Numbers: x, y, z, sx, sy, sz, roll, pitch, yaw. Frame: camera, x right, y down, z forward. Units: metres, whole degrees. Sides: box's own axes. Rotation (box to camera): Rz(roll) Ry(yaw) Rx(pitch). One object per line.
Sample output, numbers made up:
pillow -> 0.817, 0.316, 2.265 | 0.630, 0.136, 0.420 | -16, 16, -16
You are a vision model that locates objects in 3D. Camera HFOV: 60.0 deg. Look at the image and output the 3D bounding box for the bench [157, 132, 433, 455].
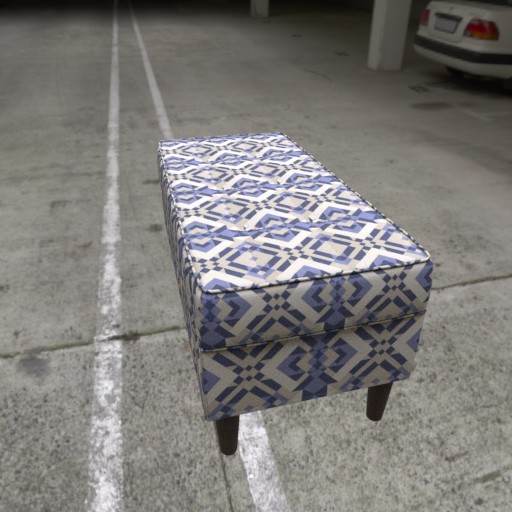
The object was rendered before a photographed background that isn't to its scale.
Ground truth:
bench -> 0.000, 0.000, 1.343 | 0.492, 0.477, 1.016 | -8, 31, -13
